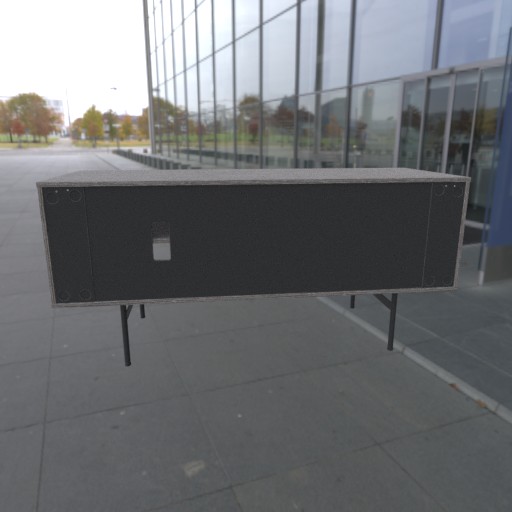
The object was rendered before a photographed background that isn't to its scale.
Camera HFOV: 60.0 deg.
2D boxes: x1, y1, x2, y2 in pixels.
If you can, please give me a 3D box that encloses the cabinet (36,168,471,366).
[{"bbox_3d":[0.000,0.000,1.630,1.300,0.599,0.500,-2,15,-7],"label":"cabinet"}]
